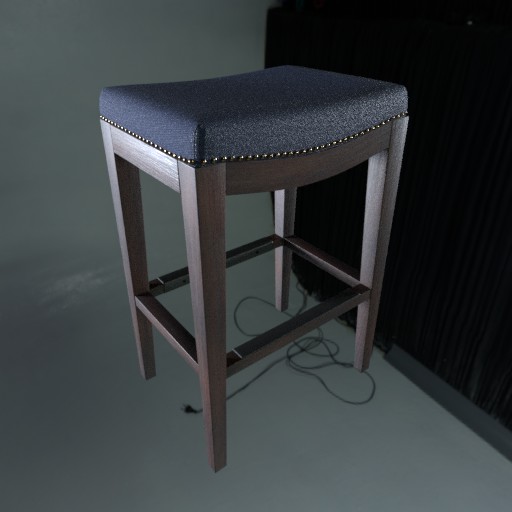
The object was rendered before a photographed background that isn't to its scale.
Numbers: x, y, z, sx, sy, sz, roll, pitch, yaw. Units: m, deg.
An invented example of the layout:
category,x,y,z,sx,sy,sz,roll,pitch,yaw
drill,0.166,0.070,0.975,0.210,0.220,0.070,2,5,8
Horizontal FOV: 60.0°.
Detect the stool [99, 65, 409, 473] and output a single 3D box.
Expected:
category,x,y,z,sx,sy,sz,roll,pitch,yaw
stool,0.000,0.000,1.006,0.498,0.740,0.358,-22,37,-32
